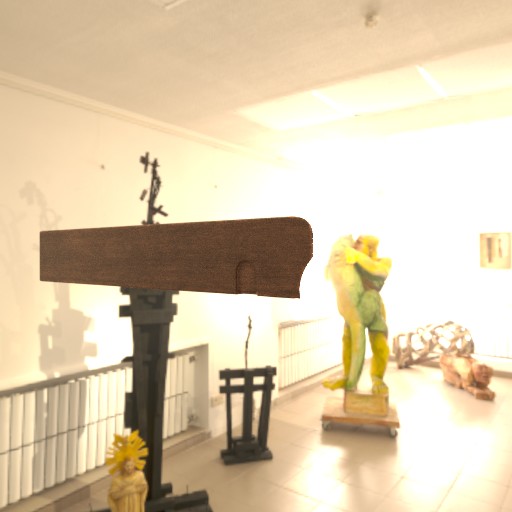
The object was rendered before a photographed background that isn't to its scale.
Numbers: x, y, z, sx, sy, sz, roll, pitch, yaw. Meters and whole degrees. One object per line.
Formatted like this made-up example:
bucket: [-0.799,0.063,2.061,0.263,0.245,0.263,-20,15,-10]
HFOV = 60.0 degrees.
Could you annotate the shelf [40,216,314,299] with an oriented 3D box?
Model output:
shelf: [0.000,0.000,0.474,0.310,0.050,0.310,0,0,37]
